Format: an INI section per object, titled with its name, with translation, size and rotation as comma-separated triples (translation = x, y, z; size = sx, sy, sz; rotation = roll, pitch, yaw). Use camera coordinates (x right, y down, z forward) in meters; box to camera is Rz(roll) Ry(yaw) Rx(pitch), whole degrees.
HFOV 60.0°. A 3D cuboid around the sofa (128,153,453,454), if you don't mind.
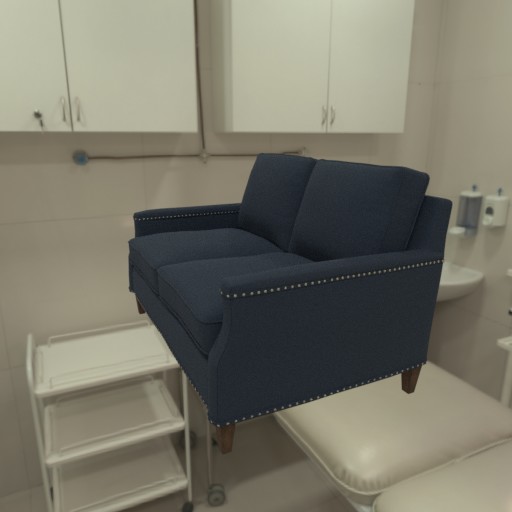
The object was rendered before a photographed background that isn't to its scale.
[sofa]
translation = 0.000, 0.000, 2.318
size = 1.084, 1.003, 1.597
rotation = -7, 17, -25
